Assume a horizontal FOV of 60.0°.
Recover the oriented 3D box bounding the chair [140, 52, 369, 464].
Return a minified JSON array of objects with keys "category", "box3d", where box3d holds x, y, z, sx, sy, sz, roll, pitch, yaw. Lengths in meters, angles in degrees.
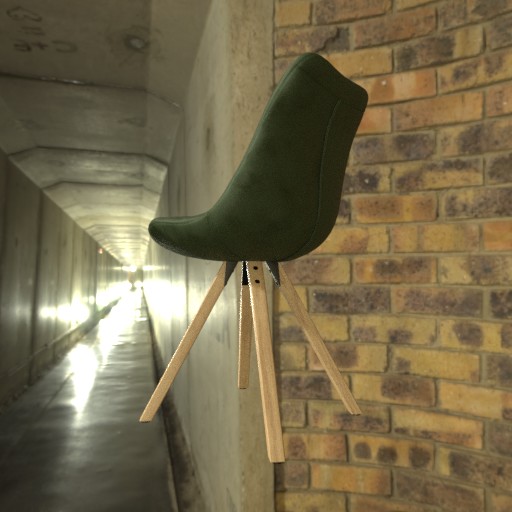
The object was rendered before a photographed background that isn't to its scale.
[{"category":"chair","box3d":[0.000,0.000,1.199,0.547,0.865,0.483,-1,-2,38]}]
